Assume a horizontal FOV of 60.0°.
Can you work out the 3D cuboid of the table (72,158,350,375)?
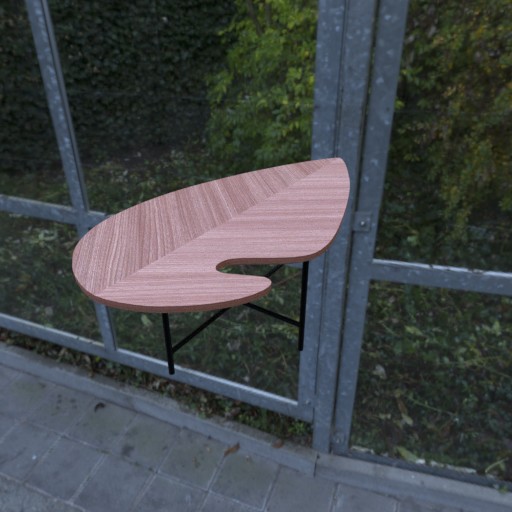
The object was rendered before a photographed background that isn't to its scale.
[{"bbox_3d":[0.000,0.000,1.443,0.598,0.360,1.199,18,34,29],"label":"table"}]
